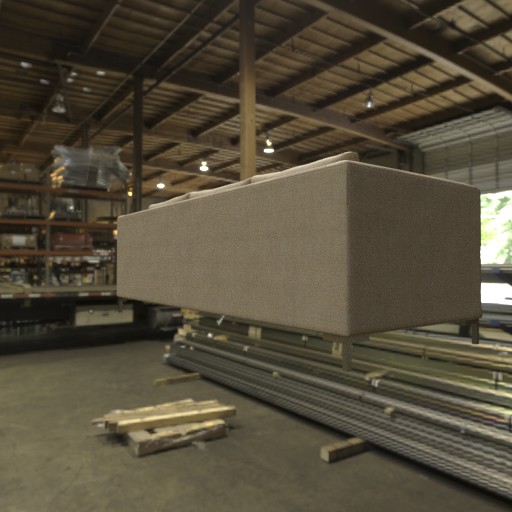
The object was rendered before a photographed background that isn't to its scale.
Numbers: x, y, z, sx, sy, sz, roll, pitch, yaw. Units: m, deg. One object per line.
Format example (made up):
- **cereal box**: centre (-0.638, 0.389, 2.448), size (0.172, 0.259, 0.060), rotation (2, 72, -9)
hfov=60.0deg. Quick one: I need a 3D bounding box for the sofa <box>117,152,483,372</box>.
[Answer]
- **sofa**: centre (0.000, 0.000, 2.824), size (0.969, 0.867, 2.415), rotation (1, -1, -36)
